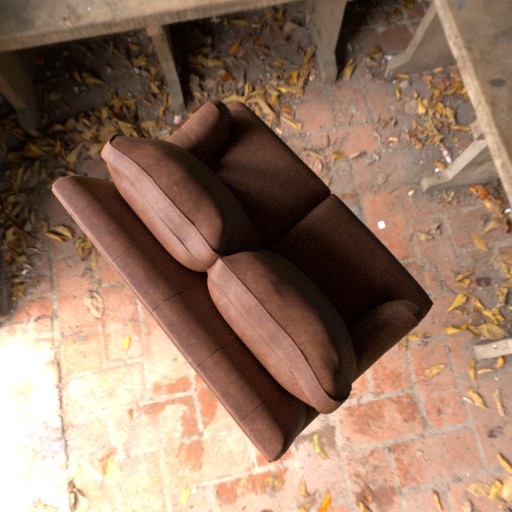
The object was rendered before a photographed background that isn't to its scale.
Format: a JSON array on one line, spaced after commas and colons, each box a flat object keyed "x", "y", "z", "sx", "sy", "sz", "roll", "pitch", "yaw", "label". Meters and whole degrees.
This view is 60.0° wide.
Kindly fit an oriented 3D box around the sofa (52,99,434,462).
[{"x": 0.000, "y": 0.000, "z": 2.202, "sx": 1.077, "sy": 1.004, "sz": 1.527, "roll": -40, "pitch": 79, "yaw": -10, "label": "sofa"}]
